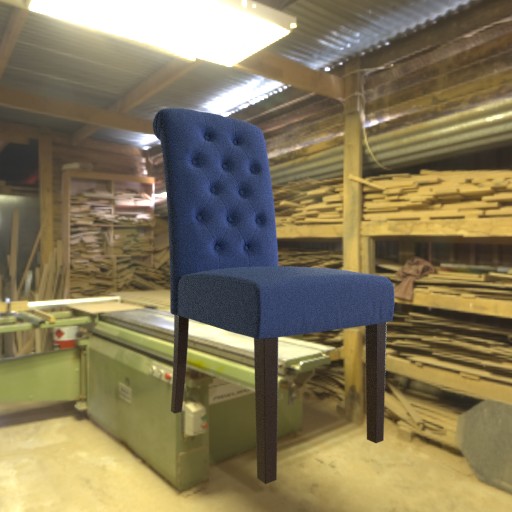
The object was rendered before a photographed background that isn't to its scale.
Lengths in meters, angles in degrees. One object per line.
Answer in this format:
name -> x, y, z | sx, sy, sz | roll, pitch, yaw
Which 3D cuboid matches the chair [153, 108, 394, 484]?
chair -> 0.000, 0.000, 1.355 | 0.456, 1.006, 0.671 | 0, 0, -35
